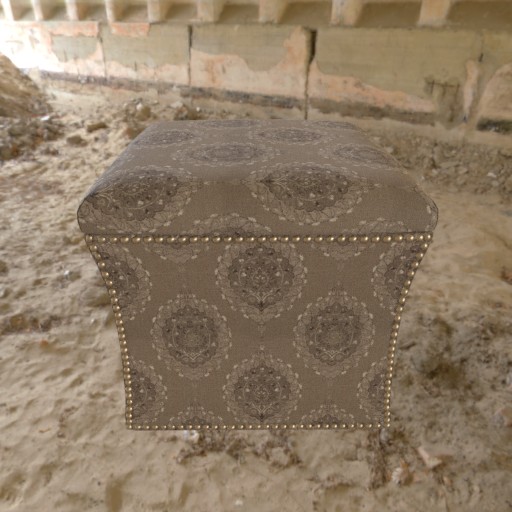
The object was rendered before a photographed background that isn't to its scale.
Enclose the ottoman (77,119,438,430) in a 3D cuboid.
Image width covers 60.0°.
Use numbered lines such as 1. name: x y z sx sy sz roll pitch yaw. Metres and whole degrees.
1. ottoman: 0.000 0.000 0.888 0.507 0.473 0.497 0 28 0
